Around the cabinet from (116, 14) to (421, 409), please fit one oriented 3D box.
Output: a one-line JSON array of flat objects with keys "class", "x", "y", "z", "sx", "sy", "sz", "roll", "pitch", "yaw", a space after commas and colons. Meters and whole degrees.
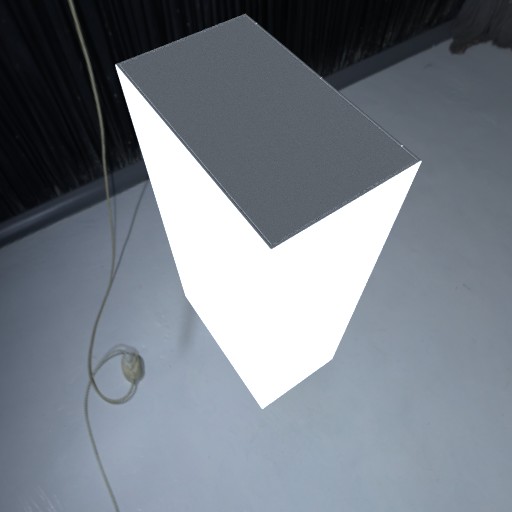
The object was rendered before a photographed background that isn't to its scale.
[{"class": "cabinet", "x": 0.000, "y": 0.000, "z": 2.325, "sx": 0.580, "sy": 1.920, "sz": 0.980, "roll": -31, "pitch": 63, "yaw": -17}]
